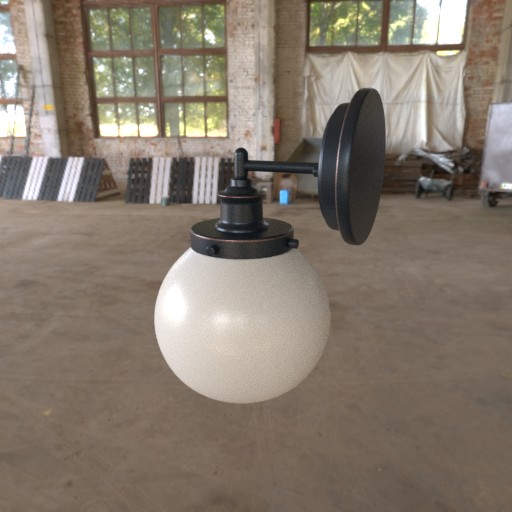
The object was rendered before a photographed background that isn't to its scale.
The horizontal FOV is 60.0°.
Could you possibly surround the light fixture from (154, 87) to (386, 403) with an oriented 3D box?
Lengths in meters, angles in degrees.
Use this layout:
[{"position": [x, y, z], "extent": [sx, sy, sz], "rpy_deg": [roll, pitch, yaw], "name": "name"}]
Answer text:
[{"position": [0.000, 0.000, 0.478], "extent": [0.230, 0.332, 0.197], "rpy_deg": [8, 18, 26], "name": "light fixture"}]
